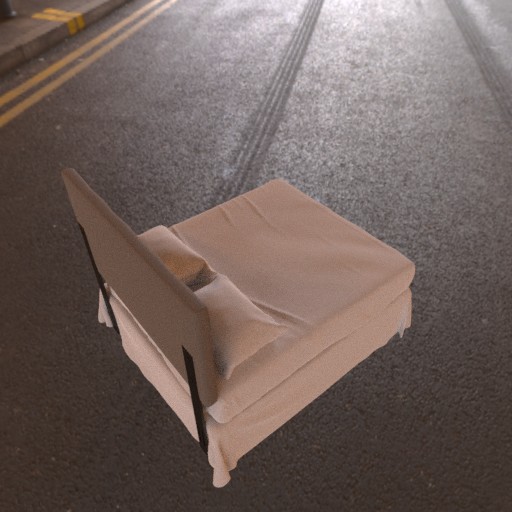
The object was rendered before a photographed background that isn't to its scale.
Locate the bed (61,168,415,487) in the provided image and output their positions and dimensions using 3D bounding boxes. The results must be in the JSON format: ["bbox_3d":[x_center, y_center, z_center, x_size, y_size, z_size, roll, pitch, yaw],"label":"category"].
[{"bbox_3d":[0.000,0.000,3.479,2.222,1.577,1.936,-29,49,-28],"label":"bed"}]
